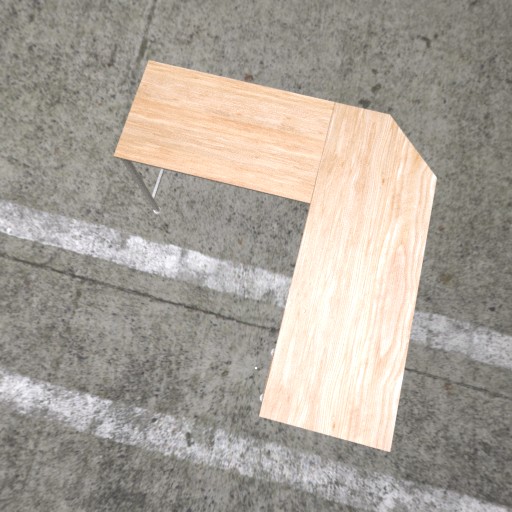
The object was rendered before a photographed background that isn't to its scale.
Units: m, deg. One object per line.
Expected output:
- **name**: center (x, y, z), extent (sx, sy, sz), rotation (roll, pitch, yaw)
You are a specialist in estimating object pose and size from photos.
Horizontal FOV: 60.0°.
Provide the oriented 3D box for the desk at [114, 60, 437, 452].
- **desk**: center (0.000, 0.000, 2.200), extent (1.379, 0.739, 1.379), rotation (14, 76, 4)
